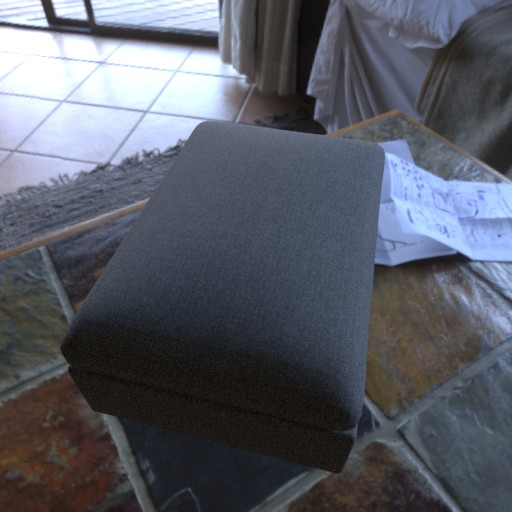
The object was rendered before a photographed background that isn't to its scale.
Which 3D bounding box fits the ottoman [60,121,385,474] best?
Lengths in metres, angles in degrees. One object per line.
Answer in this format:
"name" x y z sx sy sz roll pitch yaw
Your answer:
"ottoman" 0.000 0.000 1.391 0.711 0.483 1.041 10 48 9
